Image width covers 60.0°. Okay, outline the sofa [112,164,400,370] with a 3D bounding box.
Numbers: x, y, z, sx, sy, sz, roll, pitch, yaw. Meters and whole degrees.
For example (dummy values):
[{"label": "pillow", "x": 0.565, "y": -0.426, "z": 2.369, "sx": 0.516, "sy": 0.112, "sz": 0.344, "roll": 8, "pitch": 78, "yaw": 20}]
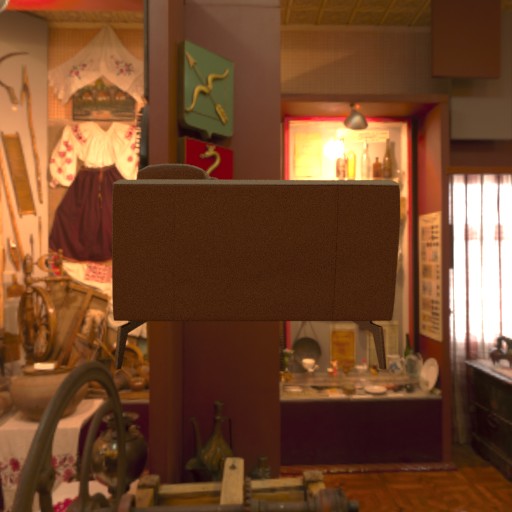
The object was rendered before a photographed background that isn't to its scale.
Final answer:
[{"label": "sofa", "x": 0.000, "y": 0.000, "z": 2.422, "sx": 1.003, "sy": 0.779, "sz": 1.895, "roll": 0, "pitch": 0, "yaw": 0}]
